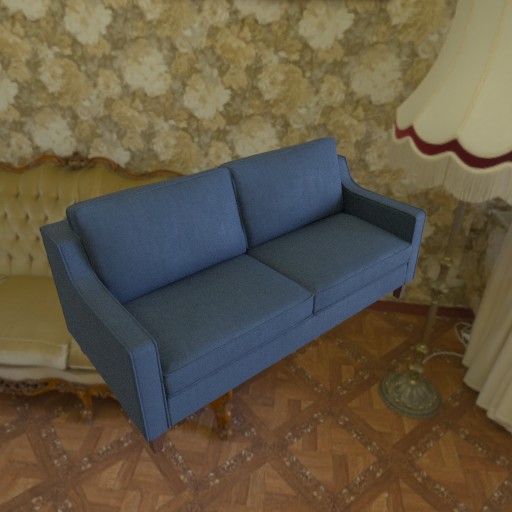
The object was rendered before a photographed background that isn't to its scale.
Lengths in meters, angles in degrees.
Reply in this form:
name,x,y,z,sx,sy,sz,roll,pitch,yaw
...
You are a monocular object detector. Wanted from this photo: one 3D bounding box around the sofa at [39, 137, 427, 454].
name,x,y,z,sx,sy,sz,roll,pitch,yaw
sofa,0.000,0.000,2.818,2.178,1.071,1.066,-23,37,-33
